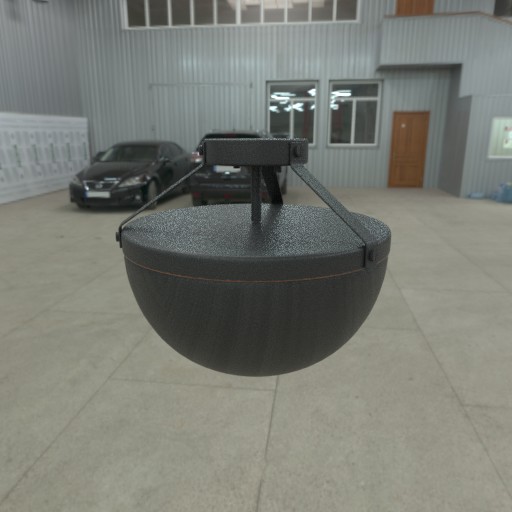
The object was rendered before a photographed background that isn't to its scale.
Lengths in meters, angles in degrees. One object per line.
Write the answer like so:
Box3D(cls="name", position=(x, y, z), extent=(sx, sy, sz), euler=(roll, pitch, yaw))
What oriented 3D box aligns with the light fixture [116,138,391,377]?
Box3D(cls="light fixture", position=(0.000, 0.000, 0.527), extent=(0.304, 0.269, 0.304), euler=(0, 15, 0))
